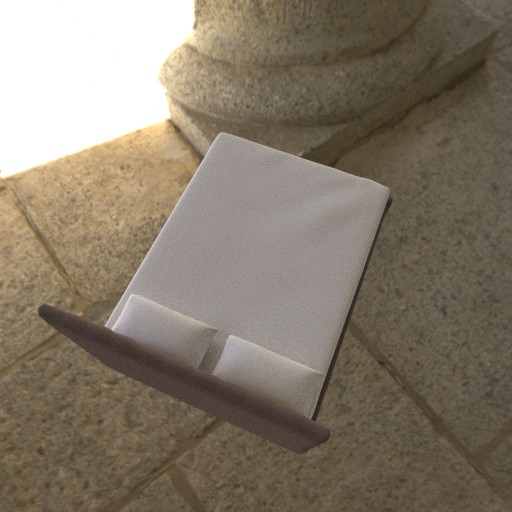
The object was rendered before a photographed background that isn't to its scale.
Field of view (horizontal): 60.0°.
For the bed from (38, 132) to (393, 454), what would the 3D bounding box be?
[{"bbox_3d":[0.000,0.000,3.337,1.696,1.426,2.233,21,66,10],"label":"bed"}]
